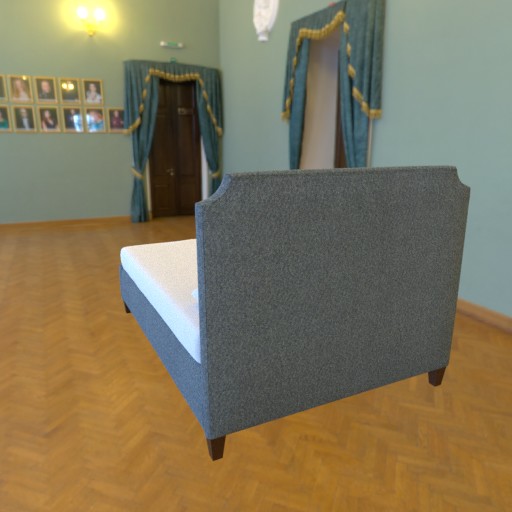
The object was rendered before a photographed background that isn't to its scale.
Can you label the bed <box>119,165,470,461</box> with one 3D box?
[{"bbox_3d":[0.000,0.000,3.400,1.712,1.443,2.372,-7,16,-26],"label":"bed"}]
